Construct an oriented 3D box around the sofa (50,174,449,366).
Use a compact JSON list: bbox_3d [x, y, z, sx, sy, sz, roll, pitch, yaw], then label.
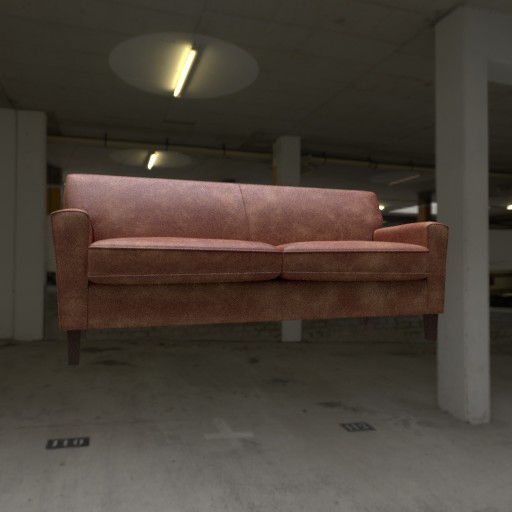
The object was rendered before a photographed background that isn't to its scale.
[{"bbox_3d":[0.000,0.000,2.500,2.053,0.947,0.805,0,-1,-19],"label":"sofa"}]
